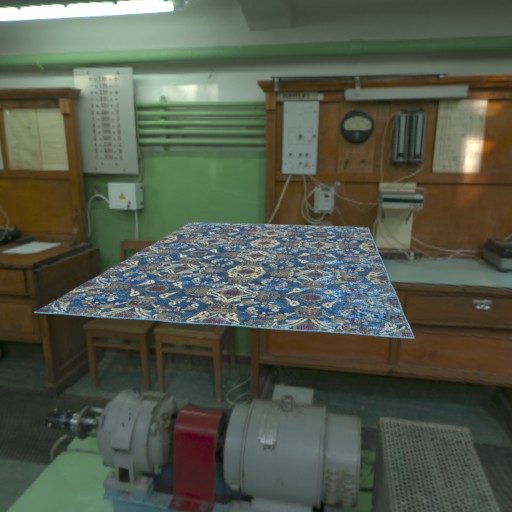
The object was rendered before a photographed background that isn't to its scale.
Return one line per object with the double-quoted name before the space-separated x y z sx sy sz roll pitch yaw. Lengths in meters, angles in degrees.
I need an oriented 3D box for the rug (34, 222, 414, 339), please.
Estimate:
"rug" 0.000 0.000 4.219 2.337 0.013 3.291 2 15 9
